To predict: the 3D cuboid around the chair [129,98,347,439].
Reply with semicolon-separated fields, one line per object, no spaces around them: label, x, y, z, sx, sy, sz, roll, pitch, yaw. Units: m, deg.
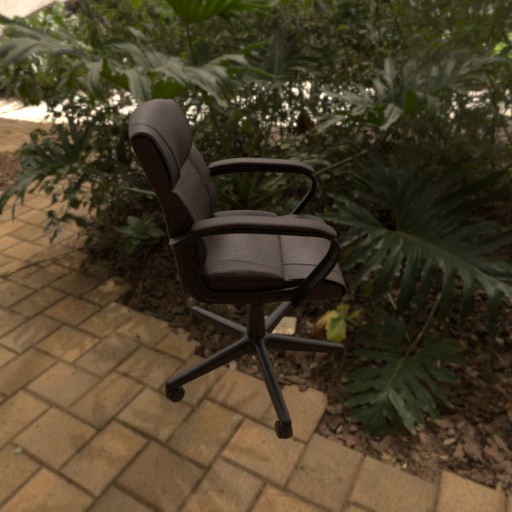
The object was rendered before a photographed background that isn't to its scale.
chair;0.000;0.000;1.528;0.717;1.004;0.739;0;30;0
